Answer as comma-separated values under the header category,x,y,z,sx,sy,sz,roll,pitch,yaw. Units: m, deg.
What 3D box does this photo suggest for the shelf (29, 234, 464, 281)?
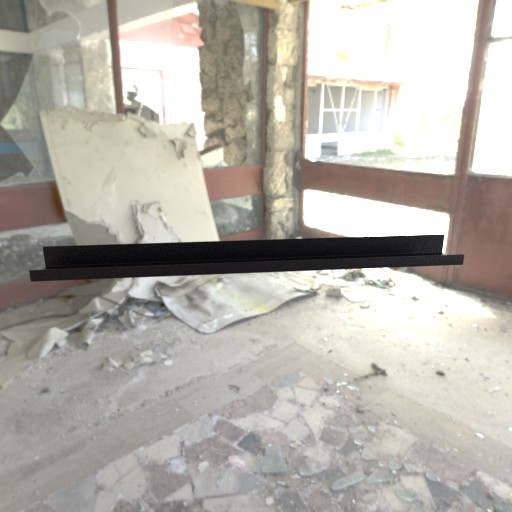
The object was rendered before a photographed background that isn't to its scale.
category,x,y,z,sx,sy,sz,roll,pitch,yaw
shelf,0.000,0.000,0.979,0.924,0.049,0.092,-2,18,-6
